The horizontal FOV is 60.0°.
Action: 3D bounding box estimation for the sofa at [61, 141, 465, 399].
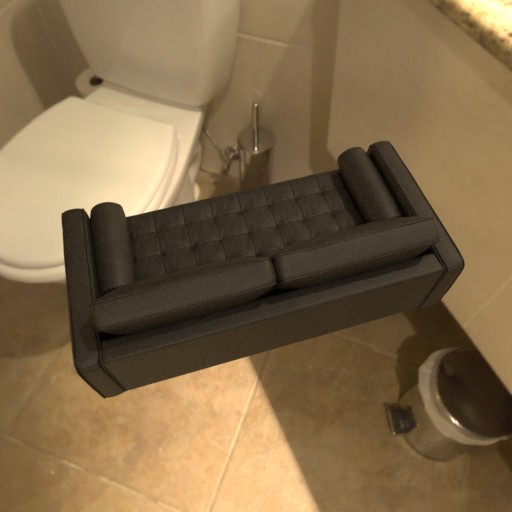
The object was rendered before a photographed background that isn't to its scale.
[{"bbox_3d":[0.000,0.000,2.369,1.879,0.770,0.921,-14,59,-9],"label":"sofa"}]
